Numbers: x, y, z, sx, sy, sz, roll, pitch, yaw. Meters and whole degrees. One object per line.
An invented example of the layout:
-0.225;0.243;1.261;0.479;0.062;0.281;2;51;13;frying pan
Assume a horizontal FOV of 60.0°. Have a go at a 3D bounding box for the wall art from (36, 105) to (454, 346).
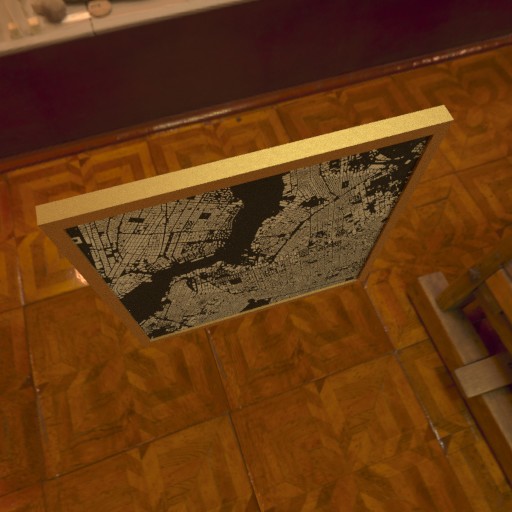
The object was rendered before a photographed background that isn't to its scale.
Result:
0.000;0.000;2.848;1.926;1.926;0.099;-16;65;-8;wall art
